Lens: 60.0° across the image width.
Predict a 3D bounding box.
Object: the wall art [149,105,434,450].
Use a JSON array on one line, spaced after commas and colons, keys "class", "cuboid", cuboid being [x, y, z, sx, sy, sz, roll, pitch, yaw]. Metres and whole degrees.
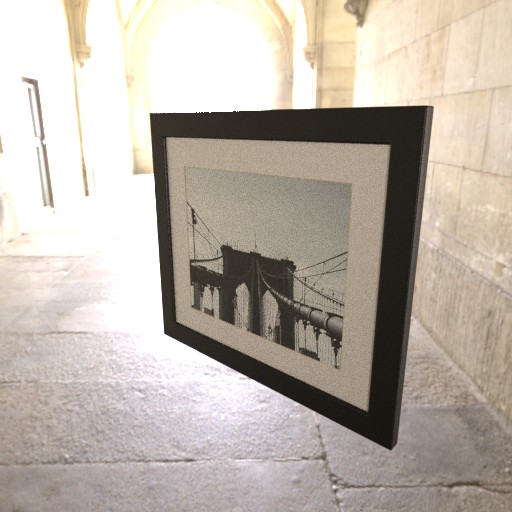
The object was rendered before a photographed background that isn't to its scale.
[{"class": "wall art", "cuboid": [0.000, 0.000, 0.719, 0.521, 0.450, 0.018, 15, 22, 41]}]
